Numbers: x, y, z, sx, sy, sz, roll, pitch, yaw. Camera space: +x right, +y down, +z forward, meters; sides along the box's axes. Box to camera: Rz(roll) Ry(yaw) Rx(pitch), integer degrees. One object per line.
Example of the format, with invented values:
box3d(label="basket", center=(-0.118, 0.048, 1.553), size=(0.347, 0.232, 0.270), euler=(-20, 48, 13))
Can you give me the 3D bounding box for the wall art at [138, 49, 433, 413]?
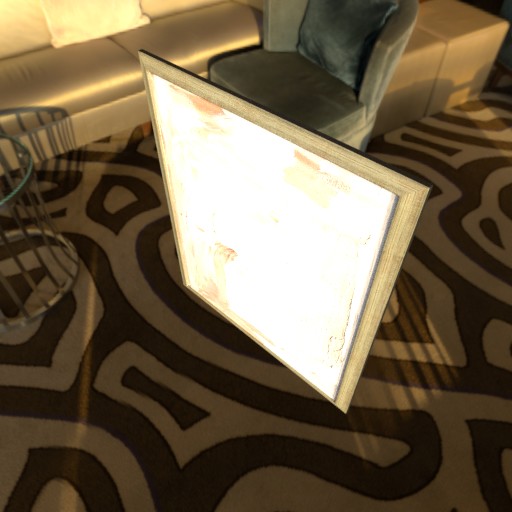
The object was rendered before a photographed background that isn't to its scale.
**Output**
box3d(label="wall art", center=(0.000, 0.000, 0.896), size=(0.559, 0.660, 0.018), euler=(34, 56, 27))
